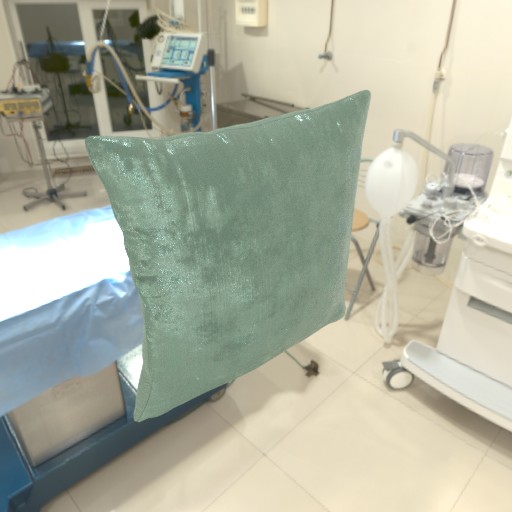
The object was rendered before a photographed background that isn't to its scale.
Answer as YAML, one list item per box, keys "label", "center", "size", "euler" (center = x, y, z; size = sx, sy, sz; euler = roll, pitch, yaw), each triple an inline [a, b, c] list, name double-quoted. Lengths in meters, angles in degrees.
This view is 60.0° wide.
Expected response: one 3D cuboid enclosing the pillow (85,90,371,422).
- label: "pillow"
  center: [0.000, 0.000, 0.707]
  size: [0.470, 0.464, 0.175]
  euler: [-22, 37, -32]
